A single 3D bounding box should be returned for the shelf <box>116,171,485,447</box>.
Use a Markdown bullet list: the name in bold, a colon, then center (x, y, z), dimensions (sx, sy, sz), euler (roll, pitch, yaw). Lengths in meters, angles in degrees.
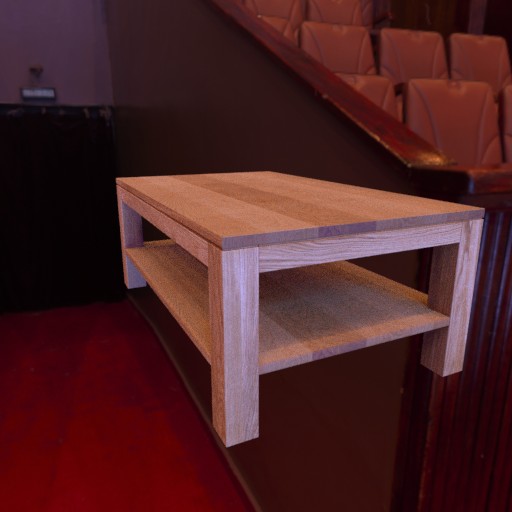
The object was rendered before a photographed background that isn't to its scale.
- **shelf**: center (0.000, 0.000, 1.506), dimensions (0.700, 0.450, 1.150), euler (-8, 18, -25)
